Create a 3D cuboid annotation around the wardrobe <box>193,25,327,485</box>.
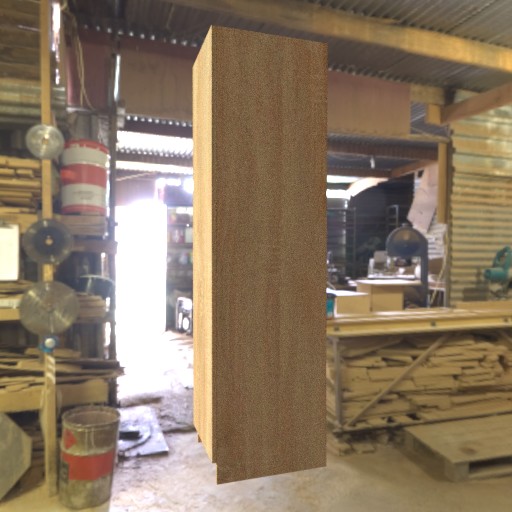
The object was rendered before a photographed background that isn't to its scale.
[{"bbox_3d":[0.000,0.000,2.361,0.588,2.117,0.496,0,1,-18],"label":"wardrobe"}]
